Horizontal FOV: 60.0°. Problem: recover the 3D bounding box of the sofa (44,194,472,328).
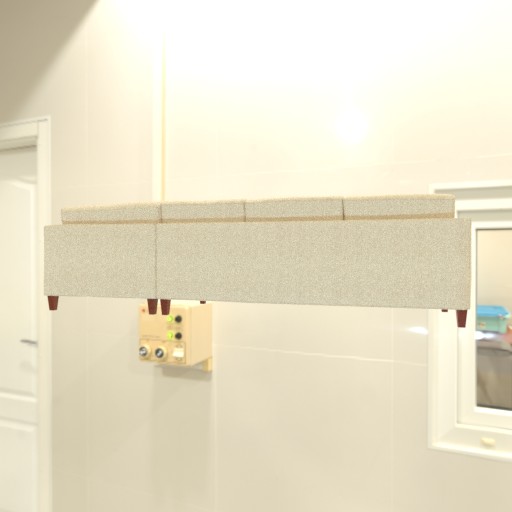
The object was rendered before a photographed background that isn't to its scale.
[{"bbox_3d":[0.000,0.000,4.187,3.471,0.954,1.603,0,1,15],"label":"sofa"}]
